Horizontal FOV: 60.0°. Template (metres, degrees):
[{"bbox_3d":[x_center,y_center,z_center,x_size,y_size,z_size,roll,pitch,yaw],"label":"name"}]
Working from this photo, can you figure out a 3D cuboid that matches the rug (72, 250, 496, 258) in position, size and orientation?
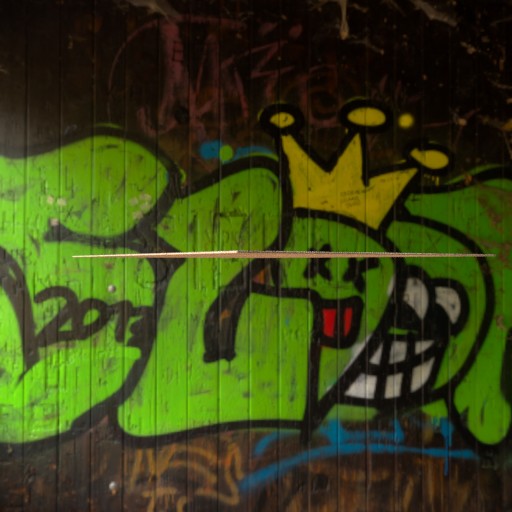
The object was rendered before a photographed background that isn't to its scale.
[{"bbox_3d":[0.000,0.000,3.962,2.406,0.012,3.034,0,-1,-36],"label":"rug"}]
